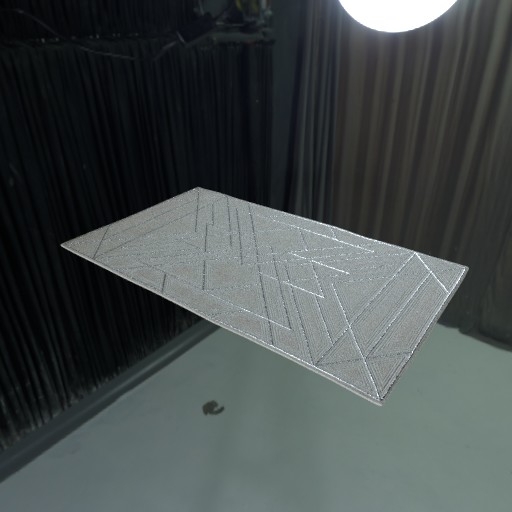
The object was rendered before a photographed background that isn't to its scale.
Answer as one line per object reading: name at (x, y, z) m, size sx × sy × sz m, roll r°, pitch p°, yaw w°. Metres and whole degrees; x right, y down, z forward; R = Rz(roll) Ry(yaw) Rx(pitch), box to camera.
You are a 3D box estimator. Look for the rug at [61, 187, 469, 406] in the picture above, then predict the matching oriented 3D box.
rug at (0.000, 0.000, 1.081) m, size 0.869 × 0.008 × 0.511 m, roll 20°, pitch 36°, yaw 31°
